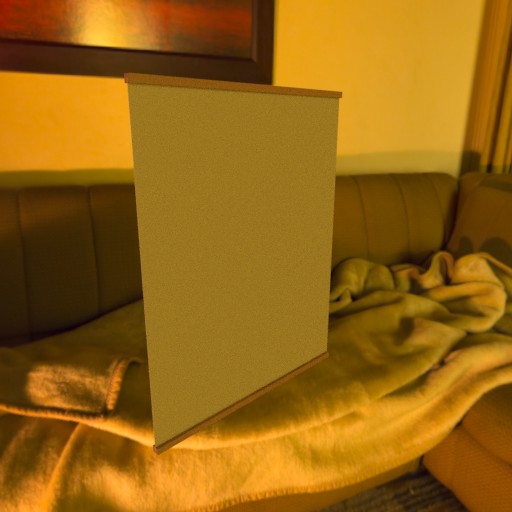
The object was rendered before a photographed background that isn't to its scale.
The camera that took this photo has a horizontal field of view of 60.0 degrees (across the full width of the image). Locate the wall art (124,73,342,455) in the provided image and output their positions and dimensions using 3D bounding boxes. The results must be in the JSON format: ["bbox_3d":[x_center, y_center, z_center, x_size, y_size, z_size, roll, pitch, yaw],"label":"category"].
[{"bbox_3d":[0.000,0.000,0.702,0.405,0.508,0.012,-15,22,-42],"label":"wall art"}]
